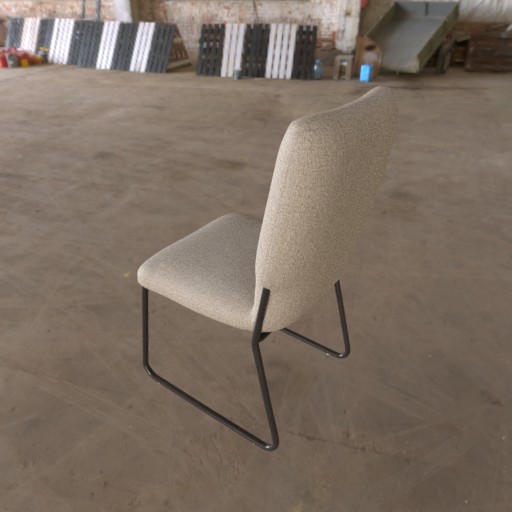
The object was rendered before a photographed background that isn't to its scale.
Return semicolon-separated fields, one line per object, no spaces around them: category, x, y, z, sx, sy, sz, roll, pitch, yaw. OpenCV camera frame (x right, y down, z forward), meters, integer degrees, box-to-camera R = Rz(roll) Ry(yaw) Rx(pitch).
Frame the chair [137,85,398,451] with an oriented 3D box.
chair;0.000;0.000;1.186;0.560;0.864;0.448;21;37;30
